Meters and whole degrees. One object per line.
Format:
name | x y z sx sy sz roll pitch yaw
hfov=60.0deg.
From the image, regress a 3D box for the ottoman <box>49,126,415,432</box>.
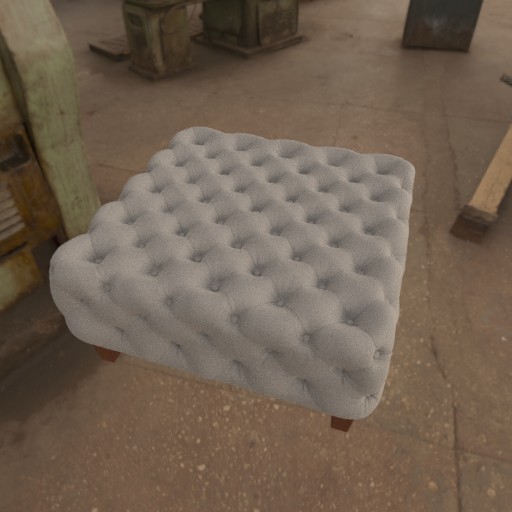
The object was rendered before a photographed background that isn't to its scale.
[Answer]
ottoman | 0.000 0.000 1.456 0.911 0.439 0.917 12 43 13
